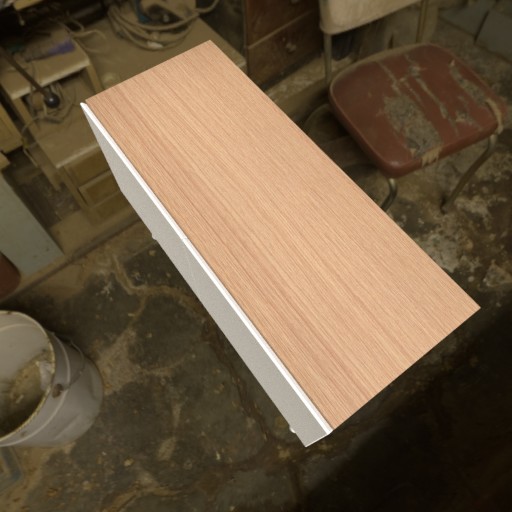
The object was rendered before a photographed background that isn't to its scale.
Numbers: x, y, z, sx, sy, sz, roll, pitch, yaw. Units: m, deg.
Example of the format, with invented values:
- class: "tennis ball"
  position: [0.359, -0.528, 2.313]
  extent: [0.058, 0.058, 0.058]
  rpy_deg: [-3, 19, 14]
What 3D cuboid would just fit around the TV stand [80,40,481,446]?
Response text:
- class: "TV stand"
  position: [0.000, 0.000, 1.319]
  extent: [0.407, 0.660, 0.991]
  rpy_deg: [-33, 68, -15]
